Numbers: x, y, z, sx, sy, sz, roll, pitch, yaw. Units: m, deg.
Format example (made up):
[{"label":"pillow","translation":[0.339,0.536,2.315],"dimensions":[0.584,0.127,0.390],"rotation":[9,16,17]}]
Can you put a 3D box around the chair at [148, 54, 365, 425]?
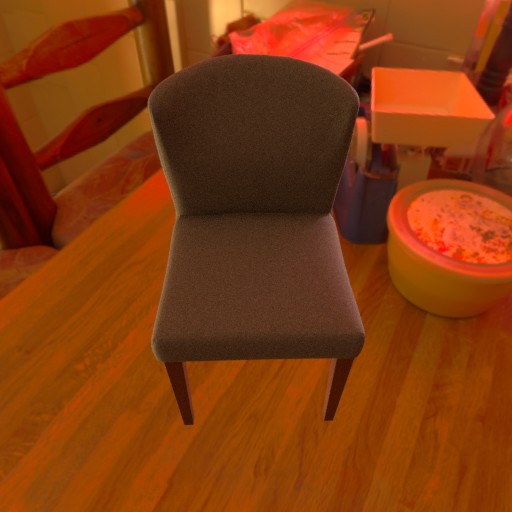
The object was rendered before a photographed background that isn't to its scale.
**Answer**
[{"label":"chair","translation":[0.000,0.000,1.182],"dimensions":[0.491,0.839,0.592],"rotation":[-1,45,-1]}]
